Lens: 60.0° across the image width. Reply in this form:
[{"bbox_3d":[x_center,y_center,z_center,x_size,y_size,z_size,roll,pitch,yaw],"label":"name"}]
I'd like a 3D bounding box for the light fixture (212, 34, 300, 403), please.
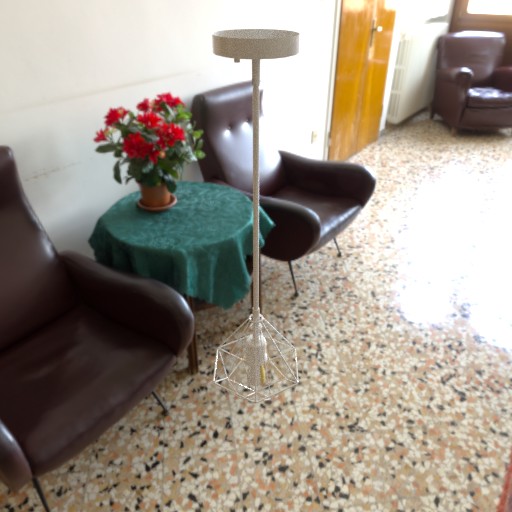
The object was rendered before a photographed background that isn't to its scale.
[{"bbox_3d":[0.000,0.000,1.956,0.431,1.764,0.487,0,32,1],"label":"light fixture"}]
